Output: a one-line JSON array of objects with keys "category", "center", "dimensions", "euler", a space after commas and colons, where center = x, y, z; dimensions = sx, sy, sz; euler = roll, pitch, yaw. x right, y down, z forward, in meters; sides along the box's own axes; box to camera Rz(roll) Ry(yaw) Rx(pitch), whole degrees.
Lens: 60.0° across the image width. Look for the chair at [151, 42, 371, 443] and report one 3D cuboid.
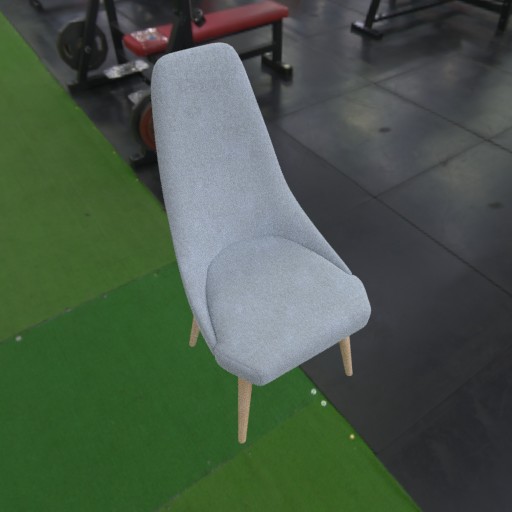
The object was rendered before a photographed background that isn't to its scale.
[{"category": "chair", "center": [0.000, 0.000, 1.369], "dimensions": [0.510, 1.040, 0.660], "euler": [-24, 51, -21]}]
